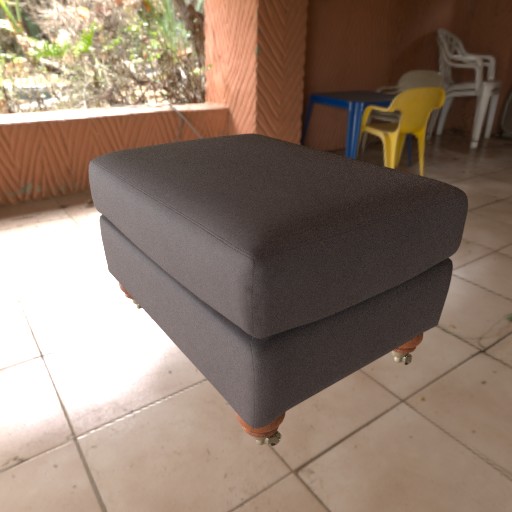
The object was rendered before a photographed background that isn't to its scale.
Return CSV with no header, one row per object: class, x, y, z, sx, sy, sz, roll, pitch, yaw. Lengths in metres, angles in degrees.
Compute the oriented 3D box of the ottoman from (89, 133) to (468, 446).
ottoman,0.000,0.000,1.111,0.574,0.497,0.773,-17,31,-32
